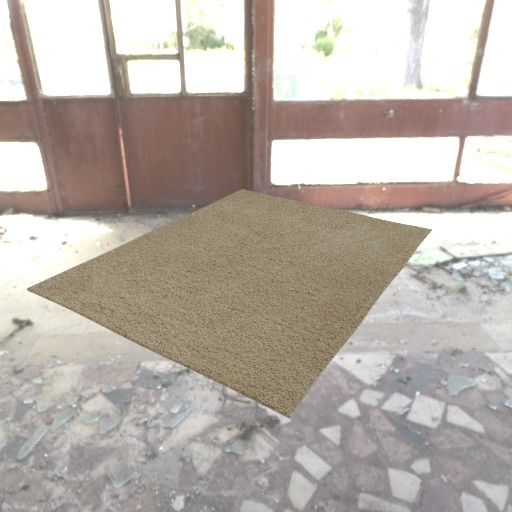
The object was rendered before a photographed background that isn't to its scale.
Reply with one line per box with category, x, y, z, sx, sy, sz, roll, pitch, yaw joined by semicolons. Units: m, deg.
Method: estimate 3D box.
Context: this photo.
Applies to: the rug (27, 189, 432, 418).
rug;0.000;0.000;4.064;2.400;0.025;3.000;16;31;29
